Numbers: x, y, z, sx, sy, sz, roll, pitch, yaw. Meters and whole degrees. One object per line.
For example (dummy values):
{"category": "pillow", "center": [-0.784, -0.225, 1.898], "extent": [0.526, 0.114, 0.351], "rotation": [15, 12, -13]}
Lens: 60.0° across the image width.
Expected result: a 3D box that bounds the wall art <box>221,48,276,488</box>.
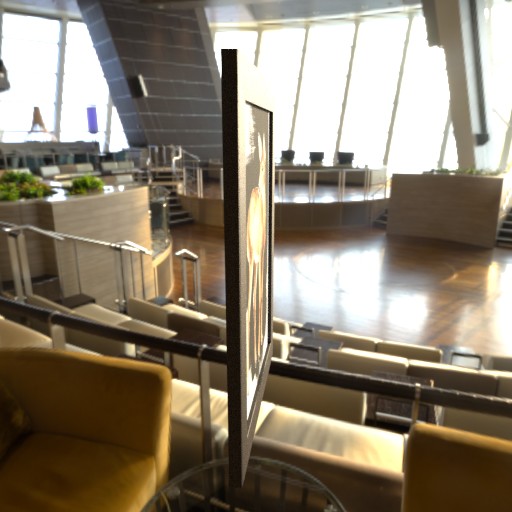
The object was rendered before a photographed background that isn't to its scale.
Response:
{"category": "wall art", "center": [0.000, 0.000, 0.666], "extent": [0.017, 0.513, 0.359], "rotation": [2, 16, 8]}
